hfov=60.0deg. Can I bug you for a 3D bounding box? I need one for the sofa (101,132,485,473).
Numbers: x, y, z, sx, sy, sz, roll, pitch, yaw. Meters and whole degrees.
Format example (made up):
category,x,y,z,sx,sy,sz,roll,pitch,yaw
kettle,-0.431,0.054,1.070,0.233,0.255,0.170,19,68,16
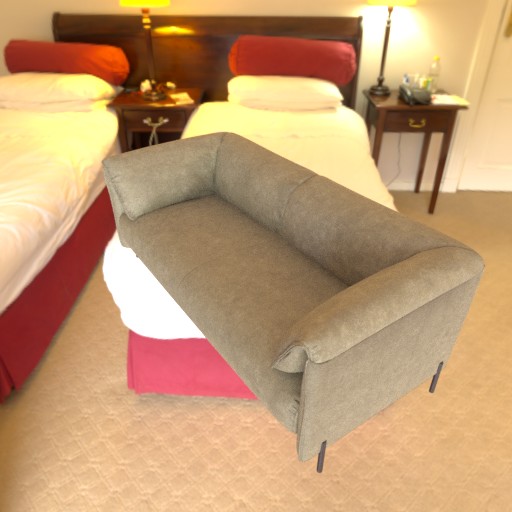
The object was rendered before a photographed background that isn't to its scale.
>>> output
category,x,y,z,sx,sy,sz,roll,pitch,yaw
sofa,0.000,0.000,2.283,0.905,0.747,1.878,-21,38,-28
